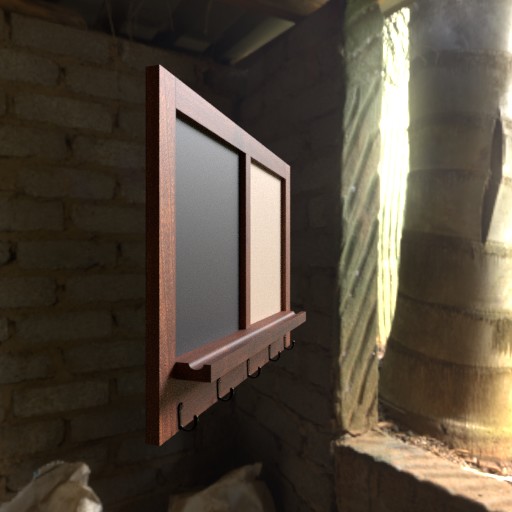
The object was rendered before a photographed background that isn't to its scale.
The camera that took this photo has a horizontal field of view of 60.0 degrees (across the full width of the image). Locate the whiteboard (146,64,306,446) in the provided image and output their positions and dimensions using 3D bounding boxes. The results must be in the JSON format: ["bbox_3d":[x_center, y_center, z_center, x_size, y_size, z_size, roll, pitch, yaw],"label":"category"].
[{"bbox_3d":[0.000,0.000,0.999,0.083,0.553,0.768,0,0,19],"label":"whiteboard"}]
